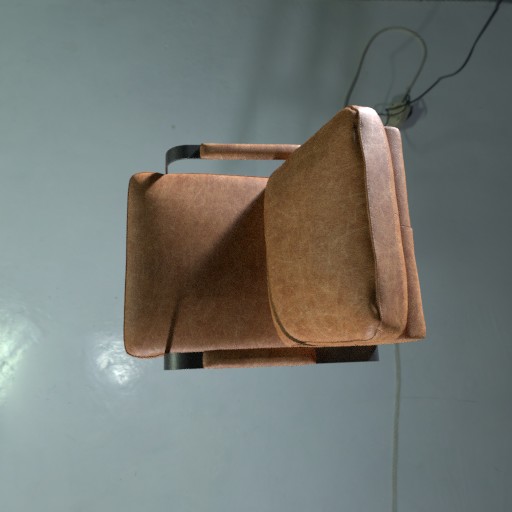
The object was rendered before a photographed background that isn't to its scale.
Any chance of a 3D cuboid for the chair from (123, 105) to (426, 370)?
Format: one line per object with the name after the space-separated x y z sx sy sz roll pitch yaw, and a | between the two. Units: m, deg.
0.000 0.000 1.341 0.801 0.777 0.651 -2 76 -1 | chair
